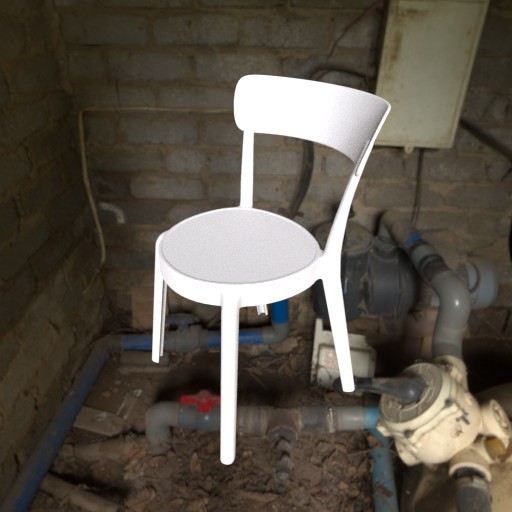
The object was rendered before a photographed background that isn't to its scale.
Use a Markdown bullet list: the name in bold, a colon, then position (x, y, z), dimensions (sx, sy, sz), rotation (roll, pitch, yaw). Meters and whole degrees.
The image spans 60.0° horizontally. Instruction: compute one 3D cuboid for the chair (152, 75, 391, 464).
- **chair**: position (0.000, 0.000, 1.138), dimensions (0.491, 0.790, 0.506), rotation (-19, 36, -29)
